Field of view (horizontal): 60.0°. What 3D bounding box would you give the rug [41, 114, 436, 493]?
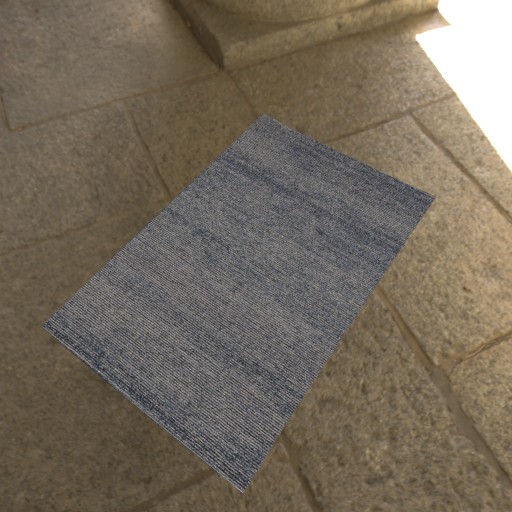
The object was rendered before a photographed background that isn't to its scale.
[{"bbox_3d":[0.000,0.000,2.184,1.135,0.010,1.740,32,63,18],"label":"rug"}]
